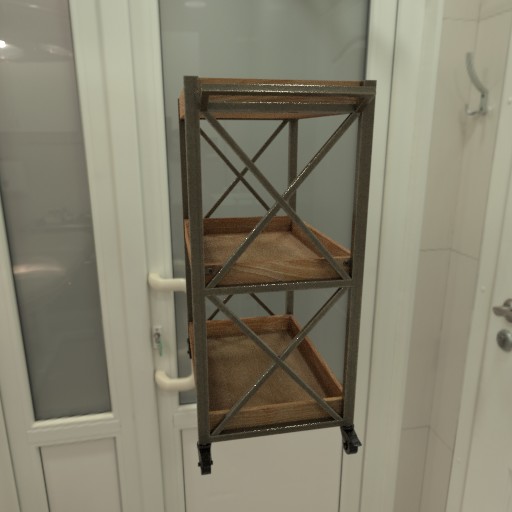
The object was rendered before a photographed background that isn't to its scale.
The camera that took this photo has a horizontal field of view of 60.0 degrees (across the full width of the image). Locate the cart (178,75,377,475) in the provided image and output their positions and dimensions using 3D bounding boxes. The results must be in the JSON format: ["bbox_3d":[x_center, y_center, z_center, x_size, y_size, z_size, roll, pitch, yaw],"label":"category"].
[{"bbox_3d":[0.000,0.000,1.195,0.377,0.835,0.673,-3,16,-11],"label":"cart"}]
